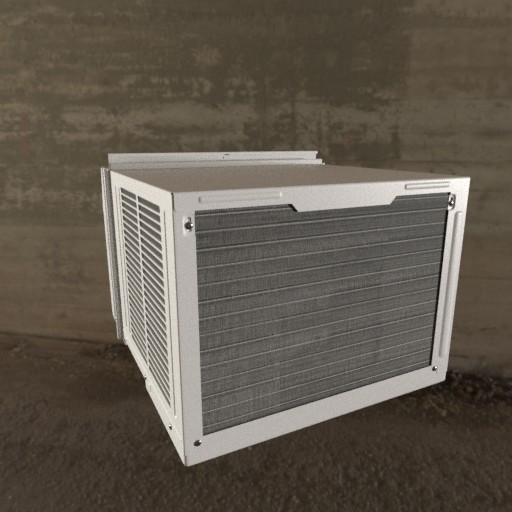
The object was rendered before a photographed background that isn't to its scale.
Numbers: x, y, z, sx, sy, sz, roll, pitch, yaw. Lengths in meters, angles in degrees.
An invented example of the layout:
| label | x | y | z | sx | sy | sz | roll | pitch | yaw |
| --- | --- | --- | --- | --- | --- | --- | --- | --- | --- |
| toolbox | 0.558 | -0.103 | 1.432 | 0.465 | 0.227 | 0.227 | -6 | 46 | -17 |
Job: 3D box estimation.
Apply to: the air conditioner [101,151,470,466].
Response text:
| label | x | y | z | sx | sy | sz | roll | pitch | yaw |
| --- | --- | --- | --- | --- | --- | --- | --- | --- | --- |
| air conditioner | 0.000 | 0.000 | 0.866 | 0.503 | 0.388 | 0.546 | -7 | 16 | -26 |
